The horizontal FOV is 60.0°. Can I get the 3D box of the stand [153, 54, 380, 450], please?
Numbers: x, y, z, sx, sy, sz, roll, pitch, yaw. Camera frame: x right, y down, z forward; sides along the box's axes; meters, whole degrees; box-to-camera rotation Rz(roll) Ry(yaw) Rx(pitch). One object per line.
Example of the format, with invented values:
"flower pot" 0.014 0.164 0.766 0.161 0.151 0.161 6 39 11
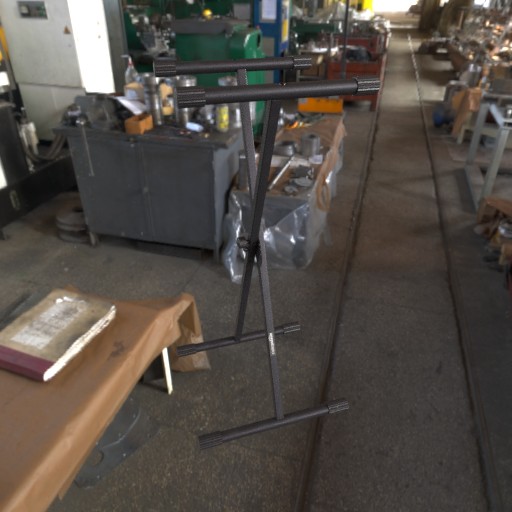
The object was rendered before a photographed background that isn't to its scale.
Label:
"stand" 0.000 0.000 1.190 0.449 0.940 0.409 -9 33 -15
